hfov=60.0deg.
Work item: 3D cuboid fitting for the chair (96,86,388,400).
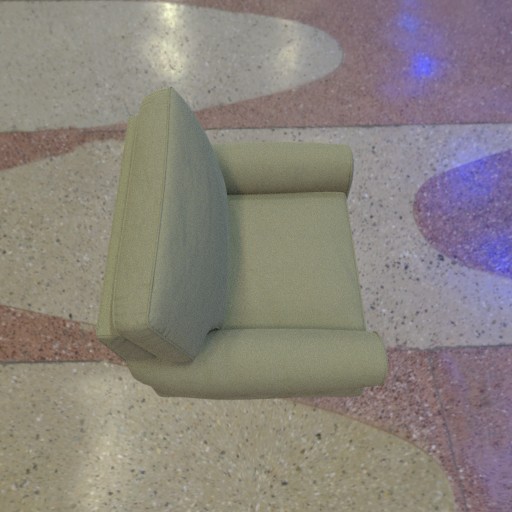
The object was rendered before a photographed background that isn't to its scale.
[{"bbox_3d":[0.000,0.000,1.861,0.988,1.017,1.135,-1,61,-1],"label":"chair"}]
